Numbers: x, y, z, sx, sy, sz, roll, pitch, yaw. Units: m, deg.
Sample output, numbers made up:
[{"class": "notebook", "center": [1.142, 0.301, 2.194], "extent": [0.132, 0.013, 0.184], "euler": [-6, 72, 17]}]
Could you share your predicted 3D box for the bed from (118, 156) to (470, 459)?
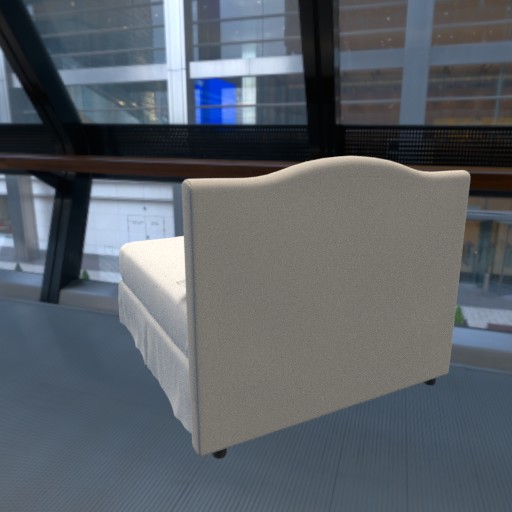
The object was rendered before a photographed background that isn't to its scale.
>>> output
[{"class": "bed", "center": [0.000, 0.000, 3.259], "extent": [1.753, 1.460, 2.143], "euler": [-7, 15, -27]}]
